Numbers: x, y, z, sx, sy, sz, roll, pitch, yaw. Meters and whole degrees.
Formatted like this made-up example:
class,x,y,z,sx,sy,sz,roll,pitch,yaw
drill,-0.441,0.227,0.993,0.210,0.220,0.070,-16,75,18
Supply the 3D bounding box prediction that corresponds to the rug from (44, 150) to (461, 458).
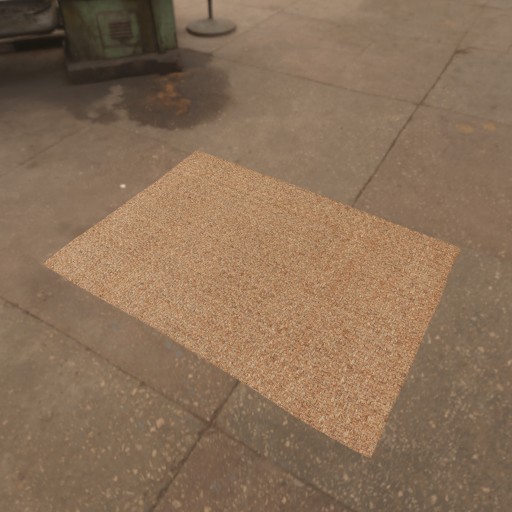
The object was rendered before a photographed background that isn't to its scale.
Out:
class,x,y,z,sx,sy,sz,roll,pitch,yaw
rug,0.000,0.000,2.754,2.141,0.013,1.566,24,50,22
